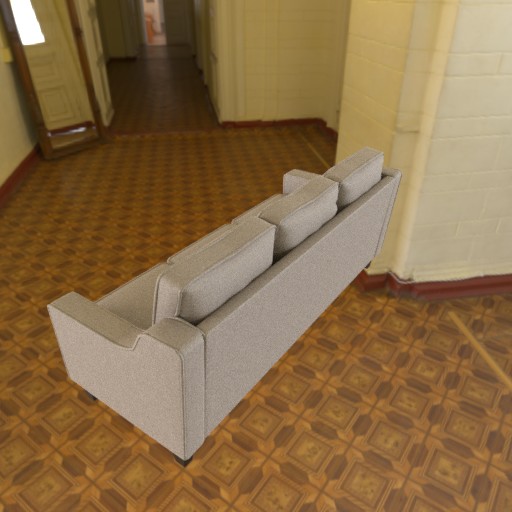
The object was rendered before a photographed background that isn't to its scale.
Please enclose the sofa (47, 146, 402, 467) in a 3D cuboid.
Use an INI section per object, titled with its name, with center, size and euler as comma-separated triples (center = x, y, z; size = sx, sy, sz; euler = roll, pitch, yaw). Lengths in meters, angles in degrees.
[sofa]
center = 0.000, 0.000, 2.600
size = 0.899, 0.950, 2.129
euler = 20, 37, 30
